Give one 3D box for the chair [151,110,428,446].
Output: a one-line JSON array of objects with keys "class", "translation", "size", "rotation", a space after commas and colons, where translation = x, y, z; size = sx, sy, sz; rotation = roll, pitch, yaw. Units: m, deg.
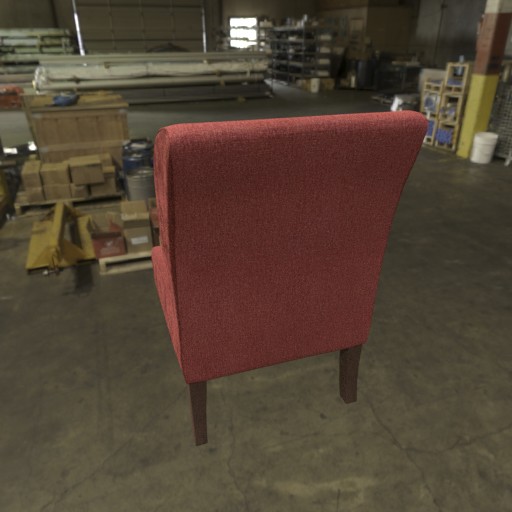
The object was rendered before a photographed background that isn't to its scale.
[{"class": "chair", "translation": [0.000, 0.000, 1.251], "size": [0.538, 0.846, 0.640], "rotation": [-9, 28, -17]}]
